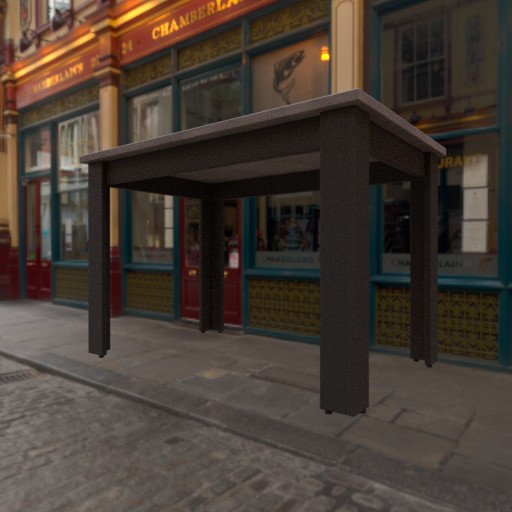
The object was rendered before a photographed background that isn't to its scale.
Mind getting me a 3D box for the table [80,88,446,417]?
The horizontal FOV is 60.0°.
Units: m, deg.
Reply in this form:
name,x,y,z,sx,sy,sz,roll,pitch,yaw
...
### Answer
name,x,y,z,sx,sy,sz,roll,pitch,yaw
table,0.000,0.000,1.573,1.100,0.734,0.700,0,0,38
